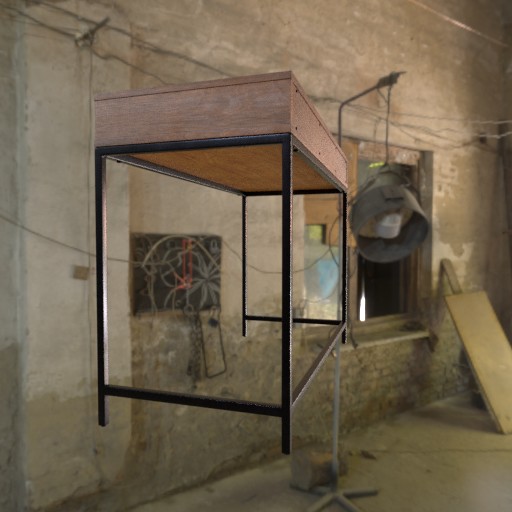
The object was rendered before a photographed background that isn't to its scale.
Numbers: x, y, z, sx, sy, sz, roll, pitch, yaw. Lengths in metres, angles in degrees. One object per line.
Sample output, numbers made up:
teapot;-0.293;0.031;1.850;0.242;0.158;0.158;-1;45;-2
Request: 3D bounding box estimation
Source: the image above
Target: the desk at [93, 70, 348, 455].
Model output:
desk;0.000;0.000;1.429;0.470;0.762;1.016;1;2;18
